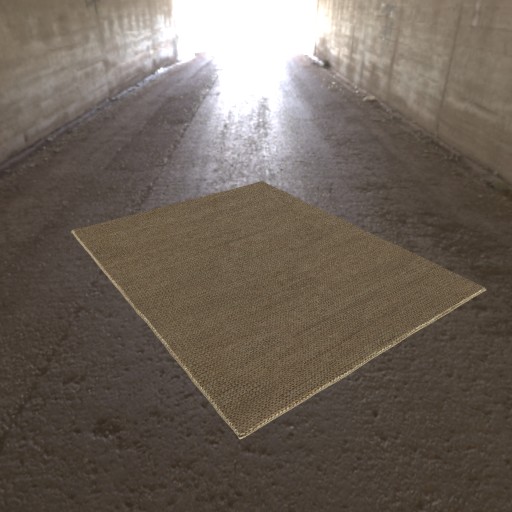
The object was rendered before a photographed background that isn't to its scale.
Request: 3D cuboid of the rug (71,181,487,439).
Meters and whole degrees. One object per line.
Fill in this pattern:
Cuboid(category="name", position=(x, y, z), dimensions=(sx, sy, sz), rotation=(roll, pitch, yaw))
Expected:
Cuboid(category="rug", position=(0.000, 0.000, 4.041), dimensions=(2.429, 0.030, 3.052), rotation=(-20, 35, -31))
